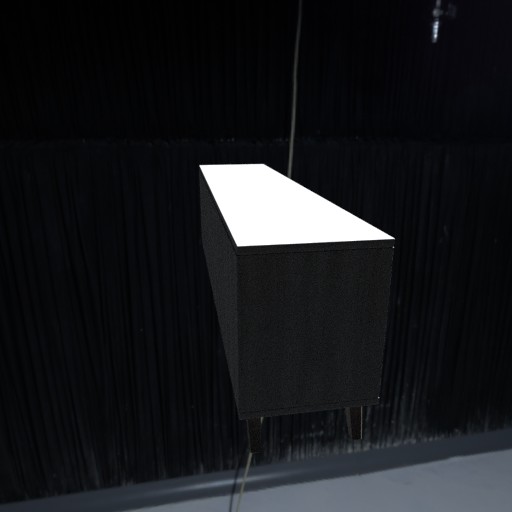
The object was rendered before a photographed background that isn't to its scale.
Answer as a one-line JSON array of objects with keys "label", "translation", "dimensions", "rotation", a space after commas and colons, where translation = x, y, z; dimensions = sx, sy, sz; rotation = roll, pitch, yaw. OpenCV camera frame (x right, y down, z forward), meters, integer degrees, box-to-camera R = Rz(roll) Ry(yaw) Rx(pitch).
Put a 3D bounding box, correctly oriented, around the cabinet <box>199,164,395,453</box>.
[{"label": "cabinet", "translation": [0.000, 0.000, 2.491], "dimensions": [0.499, 0.779, 2.198], "rotation": [-3, 18, -9]}]
